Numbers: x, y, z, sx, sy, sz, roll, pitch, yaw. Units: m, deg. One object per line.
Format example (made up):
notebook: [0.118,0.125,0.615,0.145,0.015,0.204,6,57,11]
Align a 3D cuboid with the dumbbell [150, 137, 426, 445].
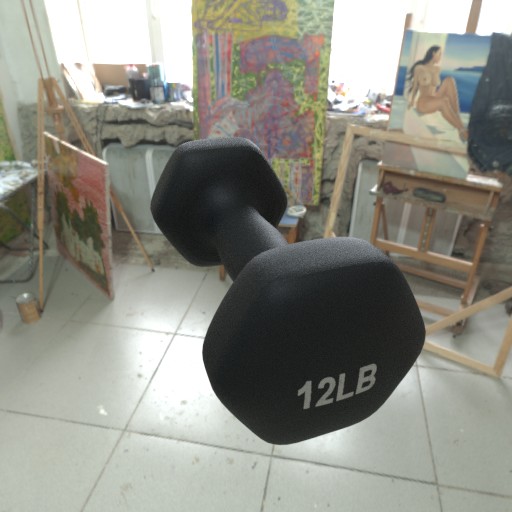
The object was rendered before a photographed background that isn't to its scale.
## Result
dumbbell: [0.000,0.000,0.288,0.112,0.101,0.231,-10,32,-16]
